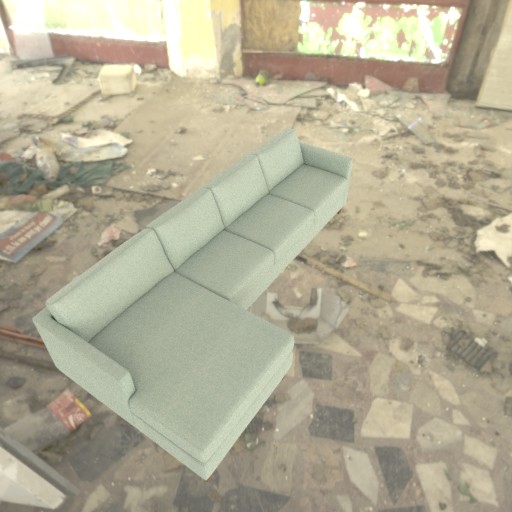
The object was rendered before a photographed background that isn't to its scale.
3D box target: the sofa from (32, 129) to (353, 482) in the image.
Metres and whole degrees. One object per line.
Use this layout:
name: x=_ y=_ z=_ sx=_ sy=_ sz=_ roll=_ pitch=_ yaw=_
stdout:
sofa: x=0.000 y=0.000 z=4.094 sx=1.600 sy=0.953 sz=3.470 roll=24 pitch=47 yaw=25
